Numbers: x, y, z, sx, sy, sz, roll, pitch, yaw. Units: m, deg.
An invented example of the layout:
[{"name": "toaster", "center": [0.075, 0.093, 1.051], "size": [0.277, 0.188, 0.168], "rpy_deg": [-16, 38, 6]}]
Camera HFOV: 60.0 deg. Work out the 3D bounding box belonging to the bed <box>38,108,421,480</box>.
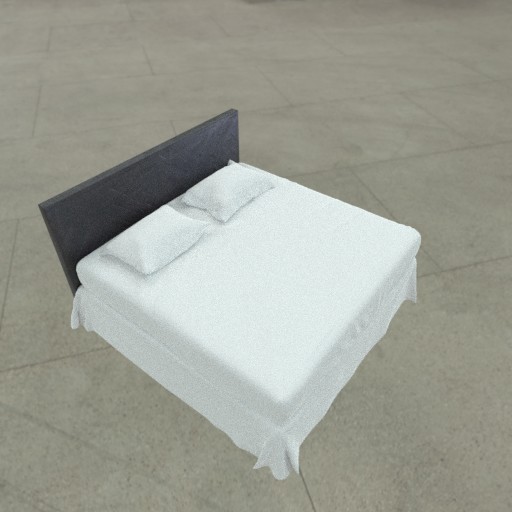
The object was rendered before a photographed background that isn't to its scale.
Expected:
[{"name": "bed", "center": [0.000, 0.000, 3.447], "size": [2.165, 1.158, 2.255], "rpy_deg": [27, 48, 28]}]
